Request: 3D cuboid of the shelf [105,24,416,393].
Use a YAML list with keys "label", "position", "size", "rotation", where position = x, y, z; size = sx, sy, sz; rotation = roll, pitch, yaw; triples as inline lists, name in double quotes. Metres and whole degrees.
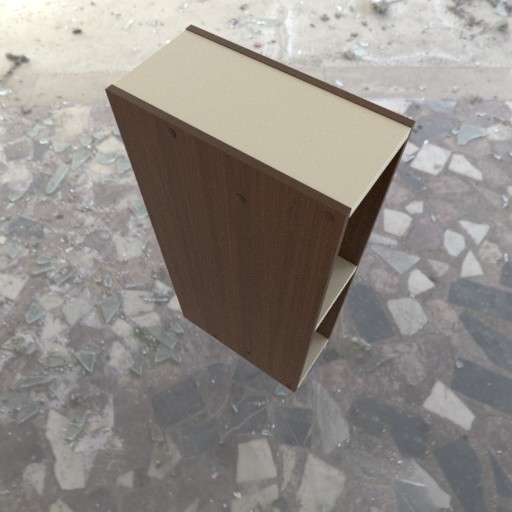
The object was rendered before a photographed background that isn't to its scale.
- label: "shelf"
  position: [0.000, 0.000, 0.712]
  size: [0.290, 0.600, 0.147]
  rotation: [31, 64, 17]
